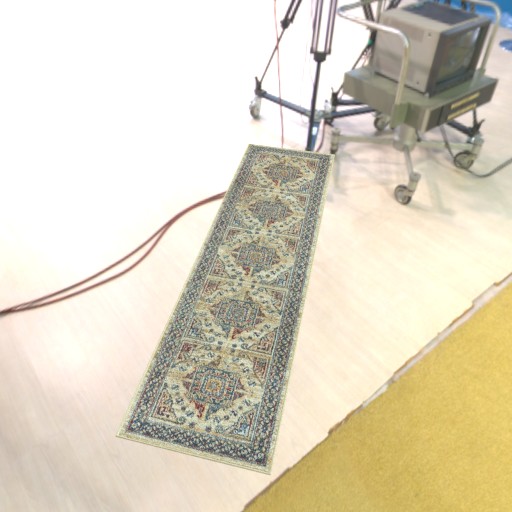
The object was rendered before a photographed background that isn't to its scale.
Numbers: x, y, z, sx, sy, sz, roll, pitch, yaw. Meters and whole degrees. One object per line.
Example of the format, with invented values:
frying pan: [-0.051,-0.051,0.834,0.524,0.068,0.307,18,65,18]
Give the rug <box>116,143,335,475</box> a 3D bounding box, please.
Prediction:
rug: [0.000,0.000,2.564,0.661,0.013,2.297,10,47,9]
